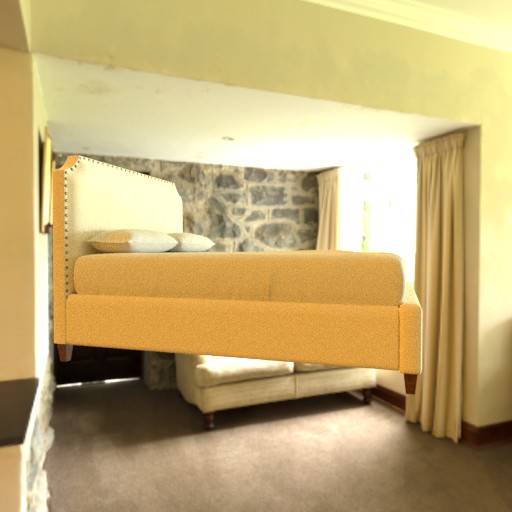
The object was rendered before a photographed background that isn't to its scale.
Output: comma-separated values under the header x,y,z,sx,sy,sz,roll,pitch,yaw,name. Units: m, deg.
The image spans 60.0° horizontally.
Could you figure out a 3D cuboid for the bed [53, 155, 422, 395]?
x,y,z,sx,sy,sz,roll,pitch,yaw,name
0.000,0.000,3.422,2.329,1.415,1.703,0,1,18,bed
